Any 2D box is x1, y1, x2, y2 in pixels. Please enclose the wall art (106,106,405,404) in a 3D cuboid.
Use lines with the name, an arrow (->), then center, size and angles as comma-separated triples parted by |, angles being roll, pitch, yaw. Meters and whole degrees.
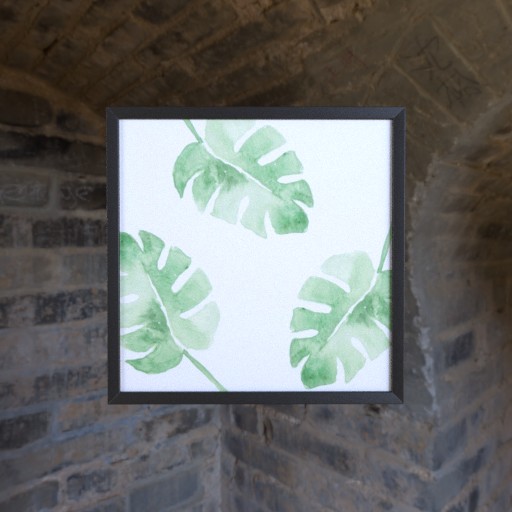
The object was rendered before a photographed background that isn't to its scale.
wall art -> 0.000, 0.000, 1.157 | 0.765, 0.765, 0.038 | 0, 1, 0
